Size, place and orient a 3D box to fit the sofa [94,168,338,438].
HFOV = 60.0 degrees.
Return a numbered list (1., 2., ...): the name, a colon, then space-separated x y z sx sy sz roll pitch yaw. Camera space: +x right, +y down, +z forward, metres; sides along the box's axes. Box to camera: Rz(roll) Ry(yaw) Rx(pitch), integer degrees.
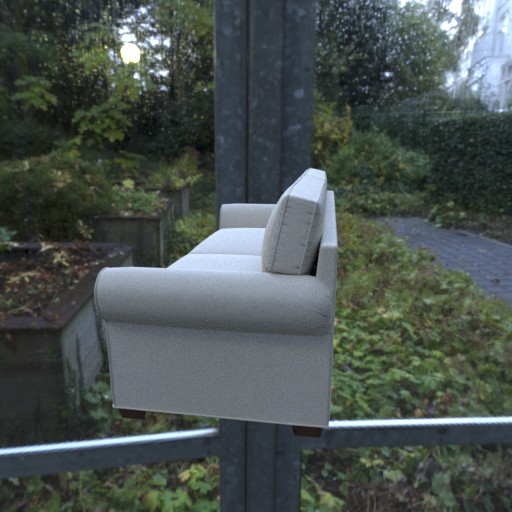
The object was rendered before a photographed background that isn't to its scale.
1. sofa: 0.000 0.000 2.620 0.901 0.962 2.146 2 14 9
